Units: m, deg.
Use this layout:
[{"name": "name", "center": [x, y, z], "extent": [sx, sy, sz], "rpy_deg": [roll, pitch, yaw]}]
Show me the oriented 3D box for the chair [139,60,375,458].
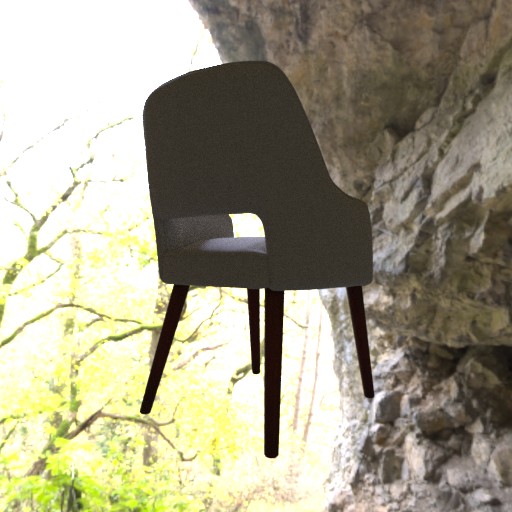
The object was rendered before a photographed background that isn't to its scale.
[{"name": "chair", "center": [0.000, 0.000, 1.229], "extent": [0.560, 0.840, 0.580], "rpy_deg": [0, 0, 38]}]
